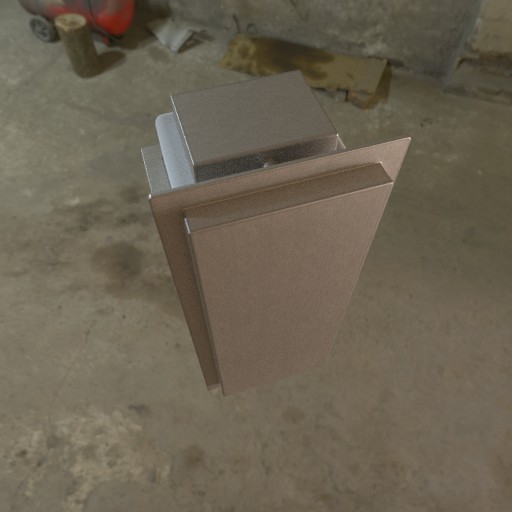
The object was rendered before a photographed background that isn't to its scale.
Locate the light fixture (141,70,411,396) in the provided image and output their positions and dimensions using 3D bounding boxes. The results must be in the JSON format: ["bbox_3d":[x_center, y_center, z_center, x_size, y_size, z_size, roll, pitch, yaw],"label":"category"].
[{"bbox_3d":[0.000,0.000,0.457,0.168,0.380,0.160,-15,58,-9],"label":"light fixture"}]
